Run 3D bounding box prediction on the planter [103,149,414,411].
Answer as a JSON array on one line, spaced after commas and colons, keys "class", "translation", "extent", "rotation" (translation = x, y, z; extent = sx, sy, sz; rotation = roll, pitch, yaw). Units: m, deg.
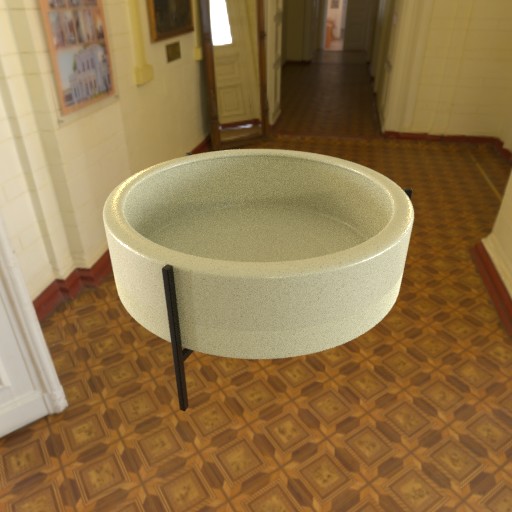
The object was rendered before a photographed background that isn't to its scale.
[{"class": "planter", "translation": [0.000, 0.000, 0.543], "extent": [0.336, 0.171, 0.345], "rotation": [-19, 36, -29]}]
